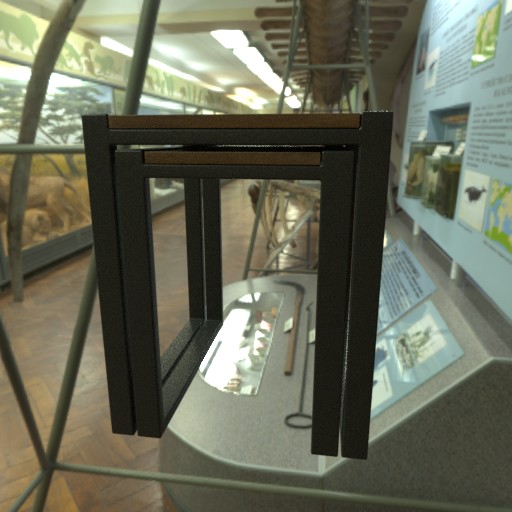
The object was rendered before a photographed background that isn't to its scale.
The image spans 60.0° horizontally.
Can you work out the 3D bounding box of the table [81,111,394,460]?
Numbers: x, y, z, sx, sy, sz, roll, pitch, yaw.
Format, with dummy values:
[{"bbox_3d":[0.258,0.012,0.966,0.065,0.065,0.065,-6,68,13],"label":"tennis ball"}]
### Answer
[{"bbox_3d":[0.000,0.000,0.932,0.449,0.550,0.500,2,15,8],"label":"table"}]
